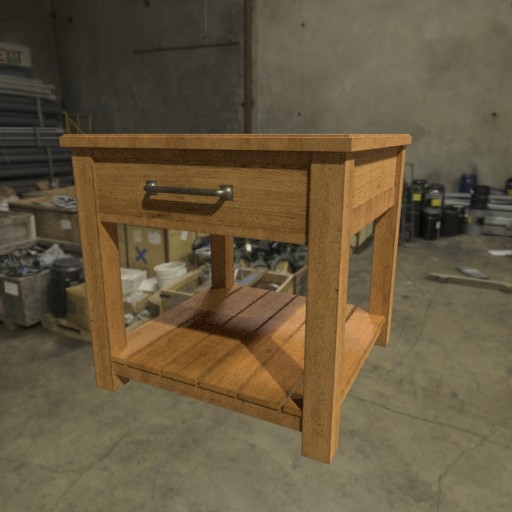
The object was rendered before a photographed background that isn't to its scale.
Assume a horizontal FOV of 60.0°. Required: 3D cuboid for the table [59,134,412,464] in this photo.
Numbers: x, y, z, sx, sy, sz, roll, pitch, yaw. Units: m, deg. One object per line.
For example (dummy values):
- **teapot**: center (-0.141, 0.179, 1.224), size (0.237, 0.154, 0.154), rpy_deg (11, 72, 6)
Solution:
- **table**: center (0.000, 0.000, 1.120), size (0.616, 0.593, 0.612), rpy_deg (8, 17, 26)
